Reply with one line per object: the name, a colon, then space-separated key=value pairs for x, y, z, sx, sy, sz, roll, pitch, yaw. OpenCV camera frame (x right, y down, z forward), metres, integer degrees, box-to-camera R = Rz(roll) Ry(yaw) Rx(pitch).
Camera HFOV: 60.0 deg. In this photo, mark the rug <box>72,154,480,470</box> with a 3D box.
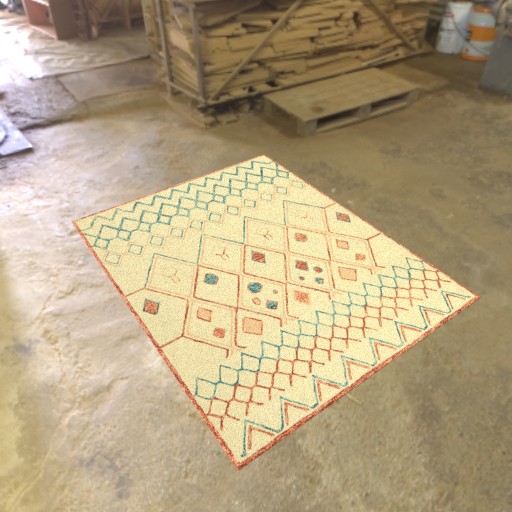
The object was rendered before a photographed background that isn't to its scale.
rug: x=0.000 y=0.000 z=4.105 sx=2.441 sy=0.016 sz=3.050 roll=-25 pitch=47 yaw=-26
